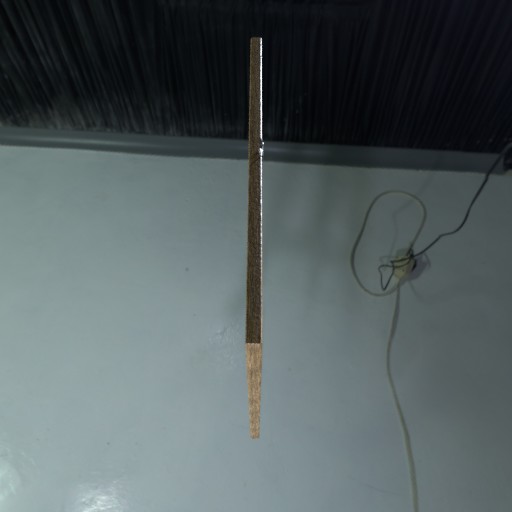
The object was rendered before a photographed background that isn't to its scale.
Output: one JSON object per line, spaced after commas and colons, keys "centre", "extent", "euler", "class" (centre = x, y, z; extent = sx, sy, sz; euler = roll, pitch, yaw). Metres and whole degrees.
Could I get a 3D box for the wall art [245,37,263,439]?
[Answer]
{"centre": [0.000, 0.000, 0.852], "extent": [0.021, 0.582, 0.561], "euler": [0, 58, 0], "class": "wall art"}
